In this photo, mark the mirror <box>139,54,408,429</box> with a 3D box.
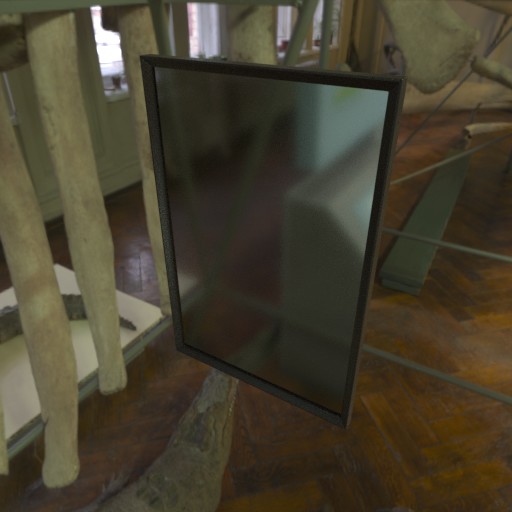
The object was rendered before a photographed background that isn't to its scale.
[{"bbox_3d":[0.000,0.000,1.142,0.609,0.915,0.041,17,35,26],"label":"mirror"}]
